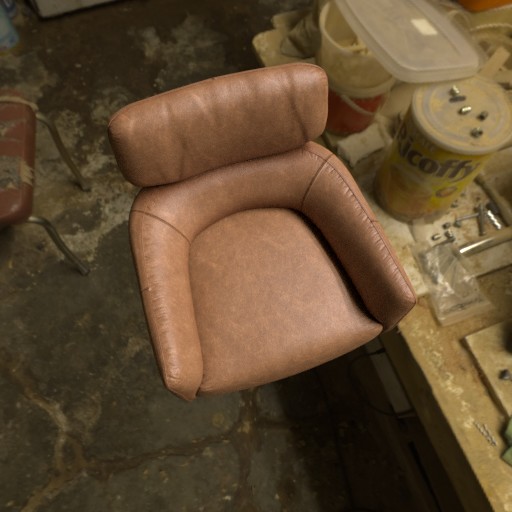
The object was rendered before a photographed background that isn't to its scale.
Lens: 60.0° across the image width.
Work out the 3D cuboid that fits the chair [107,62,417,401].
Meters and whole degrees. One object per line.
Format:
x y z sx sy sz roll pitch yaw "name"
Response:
0.000 0.000 1.355 0.706 0.812 0.715 -17 66 -8 "chair"
